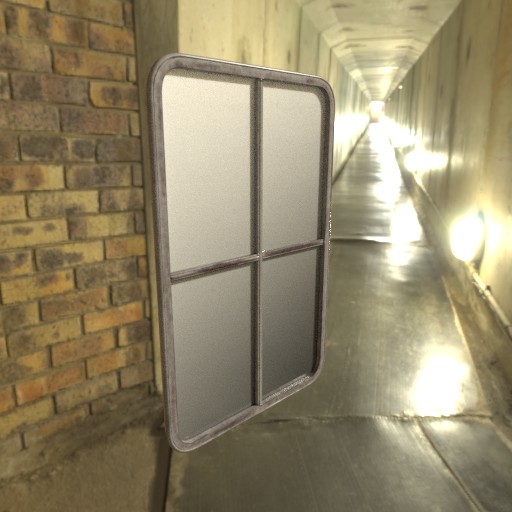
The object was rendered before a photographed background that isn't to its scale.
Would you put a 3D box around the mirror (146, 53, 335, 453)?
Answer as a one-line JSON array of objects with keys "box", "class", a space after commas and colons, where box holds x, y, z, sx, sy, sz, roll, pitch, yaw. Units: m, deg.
[{"box": [0.000, 0.000, 0.893, 0.461, 0.713, 0.024, -13, 19, -42], "class": "mirror"}]
